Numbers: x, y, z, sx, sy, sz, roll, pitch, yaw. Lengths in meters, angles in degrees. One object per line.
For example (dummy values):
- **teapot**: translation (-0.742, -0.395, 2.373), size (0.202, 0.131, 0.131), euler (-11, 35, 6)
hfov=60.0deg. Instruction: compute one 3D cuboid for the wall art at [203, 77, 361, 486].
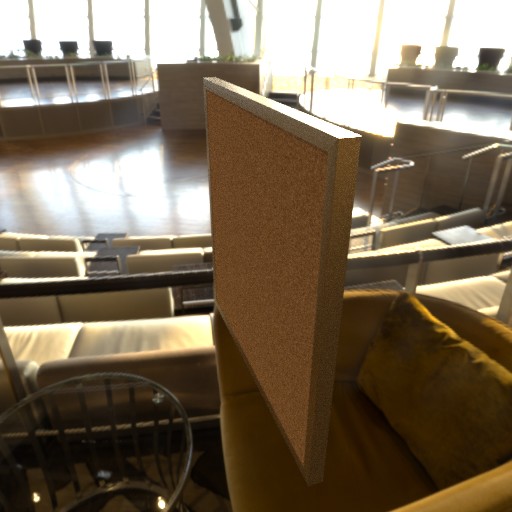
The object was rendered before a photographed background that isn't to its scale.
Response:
- **wall art**: translation (0.000, 0.000, 1.122), size (0.036, 0.765, 0.767), euler (-10, 30, -18)
